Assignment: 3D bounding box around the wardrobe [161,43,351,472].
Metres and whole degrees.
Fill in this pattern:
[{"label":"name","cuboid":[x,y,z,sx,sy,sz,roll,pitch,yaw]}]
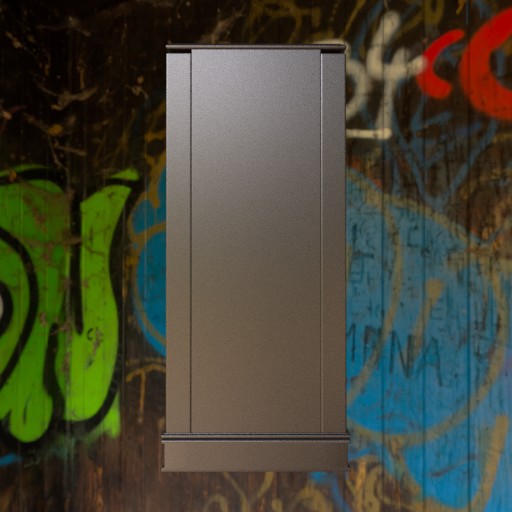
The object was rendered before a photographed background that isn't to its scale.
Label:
[{"label":"wardrobe","cuboid":[0.000,0.000,1.186,0.444,1.011,0.295,0,0,0]}]
